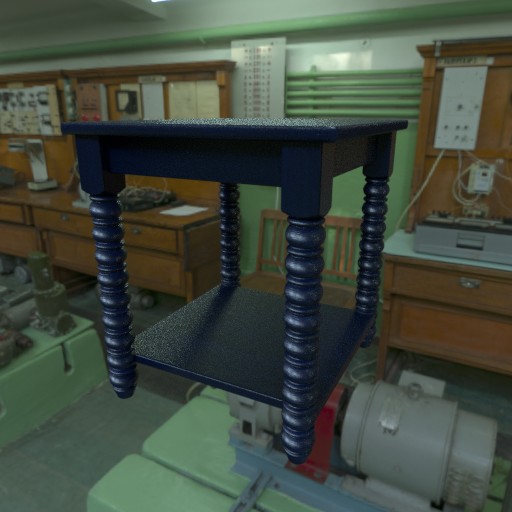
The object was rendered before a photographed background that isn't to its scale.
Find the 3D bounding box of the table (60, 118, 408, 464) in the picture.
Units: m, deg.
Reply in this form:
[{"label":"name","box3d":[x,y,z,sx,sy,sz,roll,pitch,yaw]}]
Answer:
[{"label":"table","box3d":[0.000,0.000,0.971,0.500,0.567,0.533,9,20,26]}]
